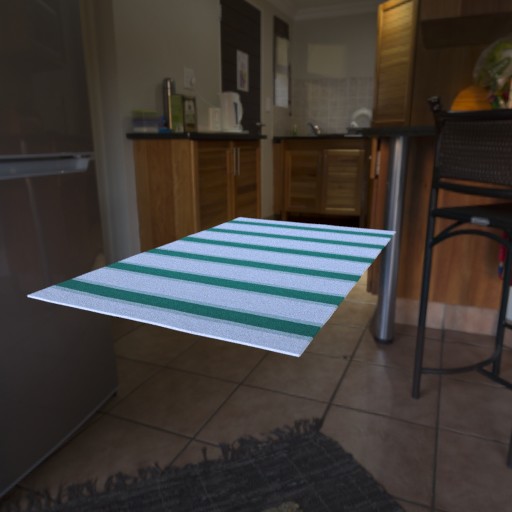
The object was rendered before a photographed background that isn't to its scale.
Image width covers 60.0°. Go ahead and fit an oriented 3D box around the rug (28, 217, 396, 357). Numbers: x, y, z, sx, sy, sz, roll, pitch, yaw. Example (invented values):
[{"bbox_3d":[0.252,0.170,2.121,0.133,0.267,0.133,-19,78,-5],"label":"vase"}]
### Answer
[{"bbox_3d":[0.000,0.000,3.076,1.521,0.015,2.436,7,17,24],"label":"rug"}]
